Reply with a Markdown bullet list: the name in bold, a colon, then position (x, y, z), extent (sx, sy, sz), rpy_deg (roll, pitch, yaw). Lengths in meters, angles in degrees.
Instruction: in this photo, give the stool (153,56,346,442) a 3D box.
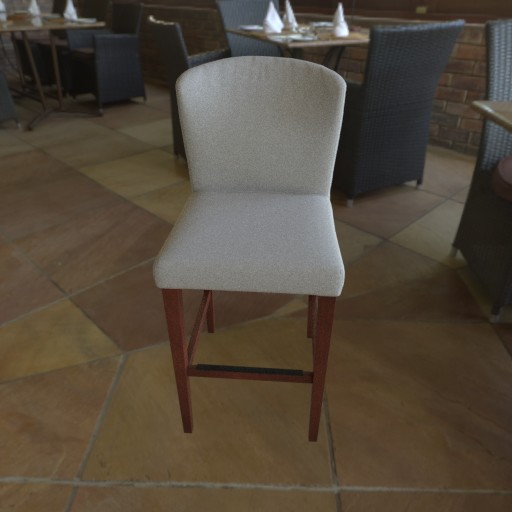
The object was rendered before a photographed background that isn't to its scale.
- **stool**: position (0.000, 0.000, 1.372), extent (0.479, 1.069, 0.568), rpy_deg (2, 32, 4)
